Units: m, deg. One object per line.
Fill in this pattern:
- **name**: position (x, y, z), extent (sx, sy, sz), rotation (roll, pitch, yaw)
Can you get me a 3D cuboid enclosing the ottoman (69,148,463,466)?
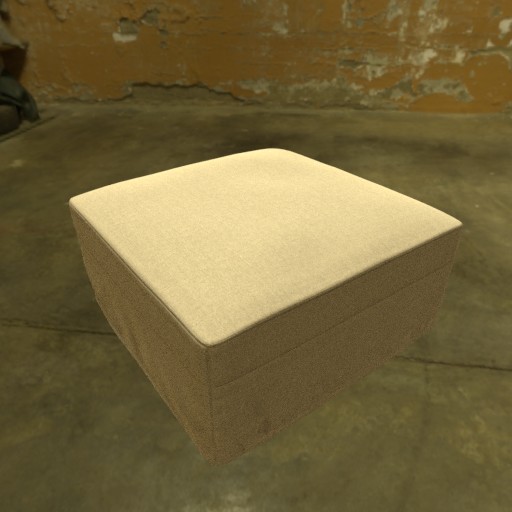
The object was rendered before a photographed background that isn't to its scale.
- **ottoman**: position (0.000, 0.000, 1.358), extent (0.843, 0.436, 0.840), rotation (-21, 37, -31)
